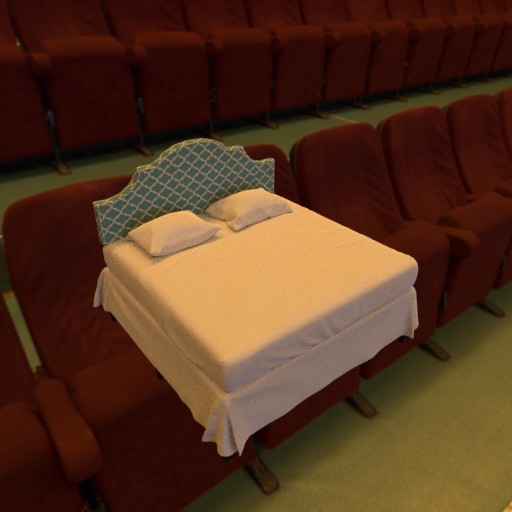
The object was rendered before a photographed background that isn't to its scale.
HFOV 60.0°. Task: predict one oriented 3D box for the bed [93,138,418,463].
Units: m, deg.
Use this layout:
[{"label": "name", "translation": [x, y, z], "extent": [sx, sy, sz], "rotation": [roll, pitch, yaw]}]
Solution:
[{"label": "bed", "translation": [0.000, 0.000, 3.837], "extent": [2.314, 1.601, 2.222], "rotation": [-21, 37, -32]}]
